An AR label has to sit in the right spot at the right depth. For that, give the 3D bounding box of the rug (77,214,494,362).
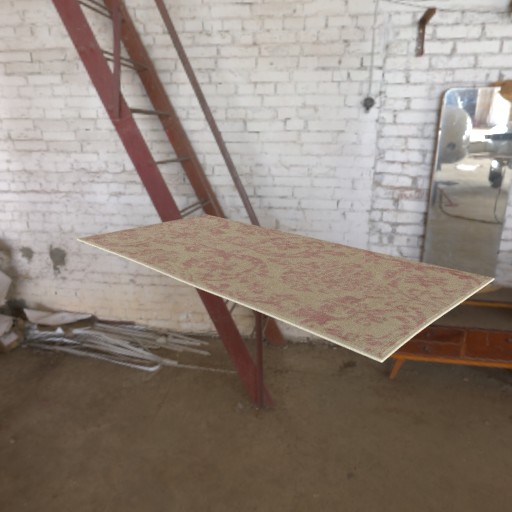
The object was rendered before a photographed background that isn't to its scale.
[{"bbox_3d":[0.000,0.000,1.401,1.219,0.007,0.604,16,23,42],"label":"rug"}]
